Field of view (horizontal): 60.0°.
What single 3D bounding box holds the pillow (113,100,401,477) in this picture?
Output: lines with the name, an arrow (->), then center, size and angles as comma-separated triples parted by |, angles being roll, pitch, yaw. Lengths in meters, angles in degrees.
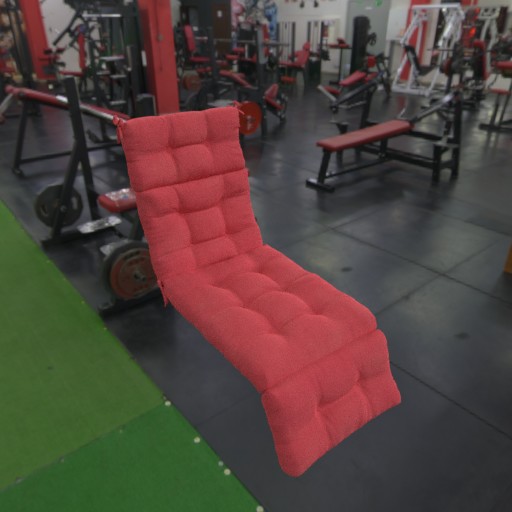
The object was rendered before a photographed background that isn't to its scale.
pillow -> 0.000, 0.000, 1.512 | 0.526, 0.863, 1.016 | -20, 34, -32
